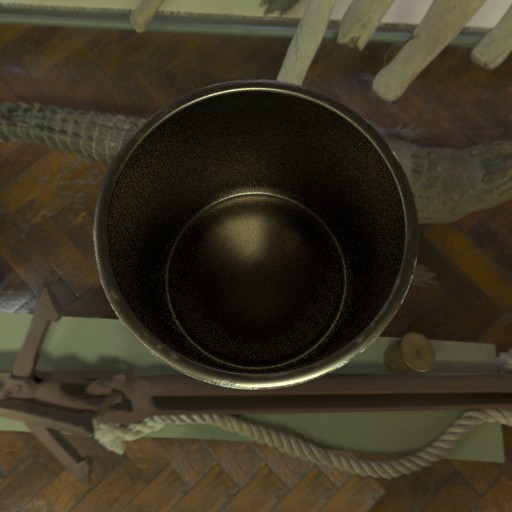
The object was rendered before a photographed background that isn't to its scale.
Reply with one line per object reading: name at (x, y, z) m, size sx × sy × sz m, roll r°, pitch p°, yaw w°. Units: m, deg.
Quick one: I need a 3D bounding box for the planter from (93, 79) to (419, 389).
planter at (0.000, 0.000, 0.444) m, size 0.254 × 0.221 × 0.254 m, roll 0°, pitch 75°, yaw 0°
